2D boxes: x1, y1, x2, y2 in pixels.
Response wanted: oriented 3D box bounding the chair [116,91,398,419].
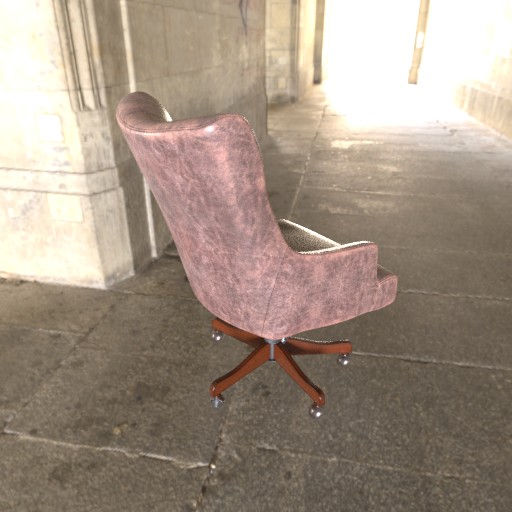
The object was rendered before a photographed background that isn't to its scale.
[{"bbox_3d":[0.000,0.000,1.503,0.762,1.035,0.641,-17,31,-31],"label":"chair"}]
